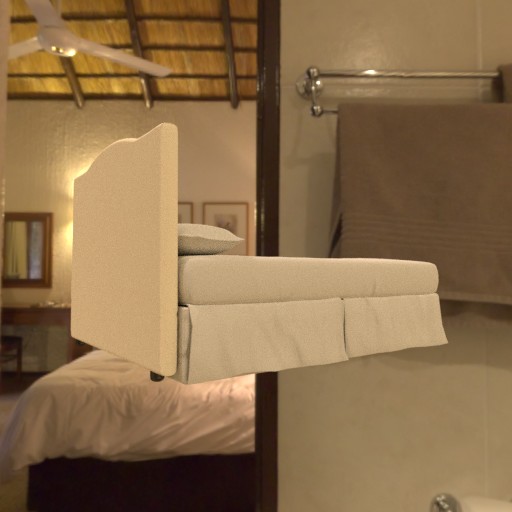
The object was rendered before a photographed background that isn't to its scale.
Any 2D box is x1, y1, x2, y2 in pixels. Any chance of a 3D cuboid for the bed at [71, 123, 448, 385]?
[{"bbox_3d":[0.000,0.000,3.665,2.477,1.437,1.977,2,-3,-37],"label":"bed"}]
